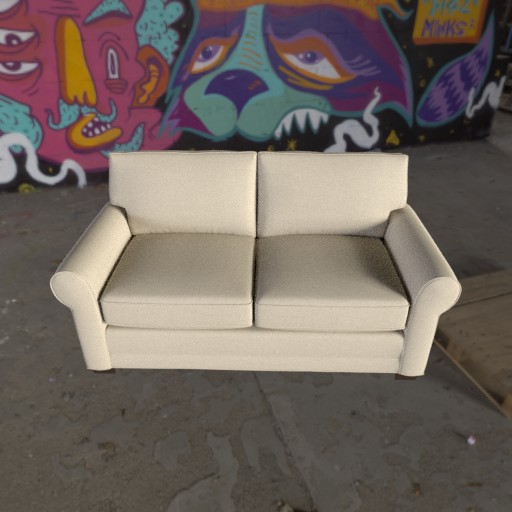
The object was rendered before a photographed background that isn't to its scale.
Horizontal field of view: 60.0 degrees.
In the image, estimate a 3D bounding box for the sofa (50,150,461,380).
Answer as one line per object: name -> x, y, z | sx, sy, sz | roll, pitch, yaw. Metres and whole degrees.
sofa -> 0.000, 0.000, 2.292 | 1.774, 0.933, 0.861 | 1, 31, 1
